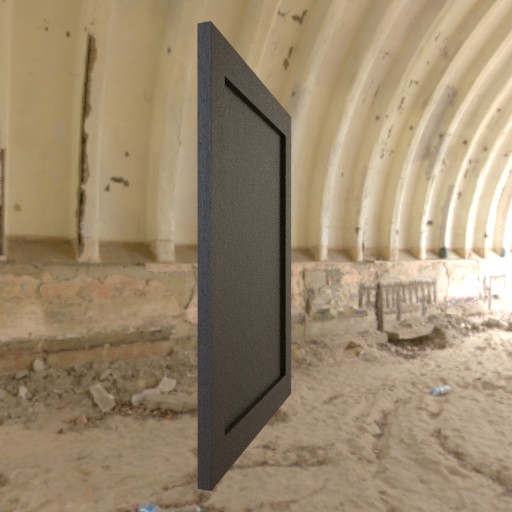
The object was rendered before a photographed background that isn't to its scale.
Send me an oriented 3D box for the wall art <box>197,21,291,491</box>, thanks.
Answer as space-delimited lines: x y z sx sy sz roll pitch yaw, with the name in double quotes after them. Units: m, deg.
0.000 0.000 0.656 0.017 0.513 0.359 0 0 19 "wall art"
